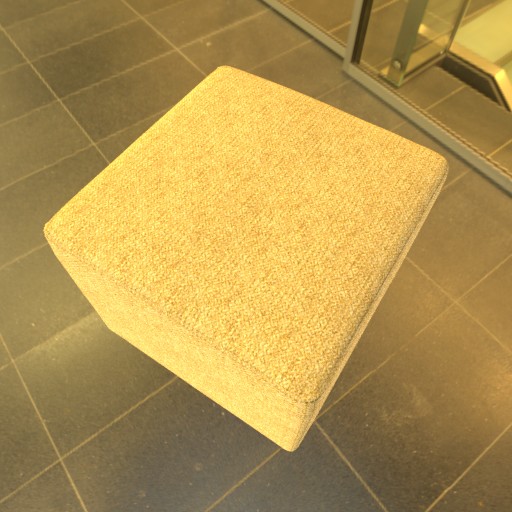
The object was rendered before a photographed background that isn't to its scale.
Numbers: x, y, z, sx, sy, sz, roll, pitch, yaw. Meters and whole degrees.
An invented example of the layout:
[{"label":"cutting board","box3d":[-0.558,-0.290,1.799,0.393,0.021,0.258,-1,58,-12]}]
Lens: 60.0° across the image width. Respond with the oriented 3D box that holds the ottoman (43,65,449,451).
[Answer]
[{"label":"ottoman","box3d":[0.000,0.000,0.893,0.505,0.441,0.512,29,63,17]}]
